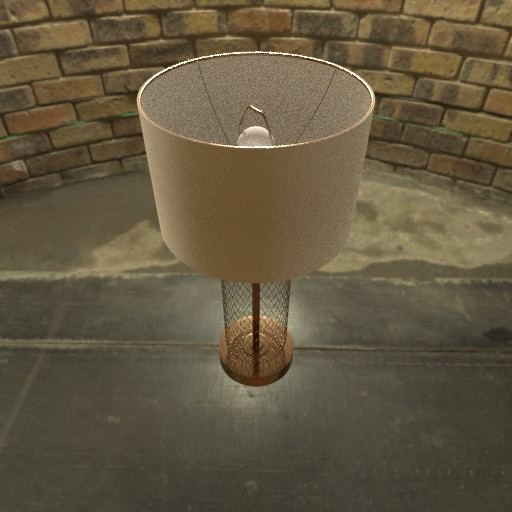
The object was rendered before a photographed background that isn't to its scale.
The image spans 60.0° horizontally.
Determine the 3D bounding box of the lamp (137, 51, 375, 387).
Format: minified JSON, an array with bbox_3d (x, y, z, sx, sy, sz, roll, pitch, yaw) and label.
[{"bbox_3d":[0.000,0.000,0.640,0.252,0.483,0.252,-27,49,-26],"label":"lamp"}]
